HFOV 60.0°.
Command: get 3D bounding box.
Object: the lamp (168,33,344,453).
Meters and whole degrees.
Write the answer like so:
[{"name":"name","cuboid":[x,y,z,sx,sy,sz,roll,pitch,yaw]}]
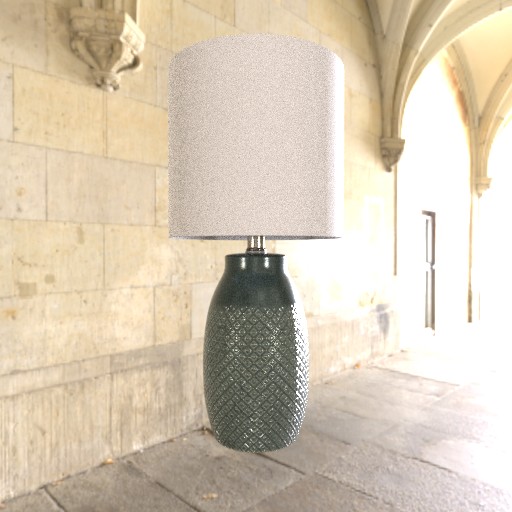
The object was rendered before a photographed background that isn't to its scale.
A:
[{"name":"lamp","cuboid":[0.000,0.000,0.559,0.217,0.453,0.217,0,1,-1]}]
